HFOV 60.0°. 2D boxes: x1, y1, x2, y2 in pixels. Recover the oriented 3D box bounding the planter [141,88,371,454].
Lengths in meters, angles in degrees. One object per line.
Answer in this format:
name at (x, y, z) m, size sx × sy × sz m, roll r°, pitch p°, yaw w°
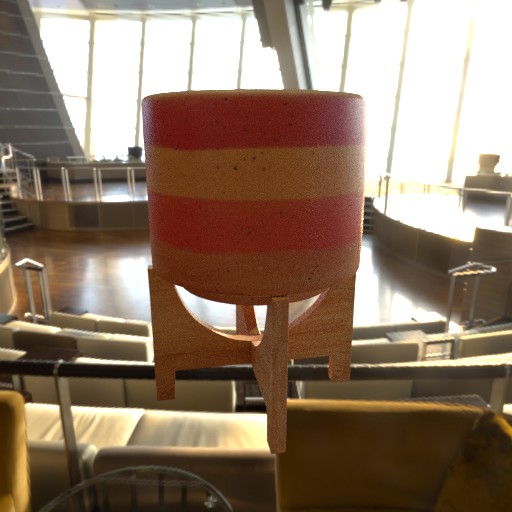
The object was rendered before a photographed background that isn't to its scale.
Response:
planter at (0.000, 0.000, 0.563) m, size 0.269 × 0.379 × 0.269 m, roll 0°, pitch 16°, yaw 0°
